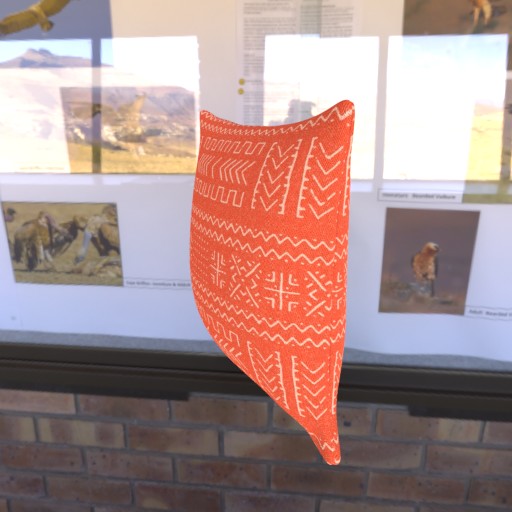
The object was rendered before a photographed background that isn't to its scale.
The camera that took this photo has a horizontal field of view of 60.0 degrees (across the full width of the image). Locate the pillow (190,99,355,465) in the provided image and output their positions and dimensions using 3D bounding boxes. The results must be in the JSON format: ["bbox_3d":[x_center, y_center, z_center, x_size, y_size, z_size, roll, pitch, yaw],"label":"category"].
[{"bbox_3d":[0.000,0.000,0.663,0.164,0.429,0.438,-8,18,-25],"label":"pillow"}]
